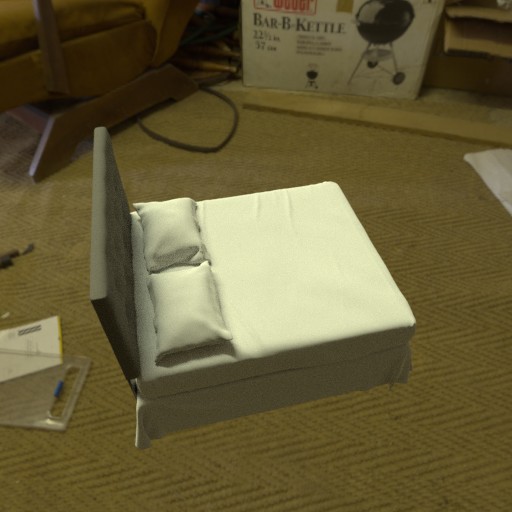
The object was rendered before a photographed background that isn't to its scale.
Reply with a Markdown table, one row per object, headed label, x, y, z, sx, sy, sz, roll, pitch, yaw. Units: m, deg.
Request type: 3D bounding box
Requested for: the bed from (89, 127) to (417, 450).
| label | x | y | z | sx | sy | sz | roll | pitch | yaw |
| --- | --- | --- | --- | --- | --- | --- | --- | --- | --- |
| bed | 0.000 | 0.000 | 3.426 | 2.222 | 1.577 | 1.936 | -10 | 48 | -9 |
